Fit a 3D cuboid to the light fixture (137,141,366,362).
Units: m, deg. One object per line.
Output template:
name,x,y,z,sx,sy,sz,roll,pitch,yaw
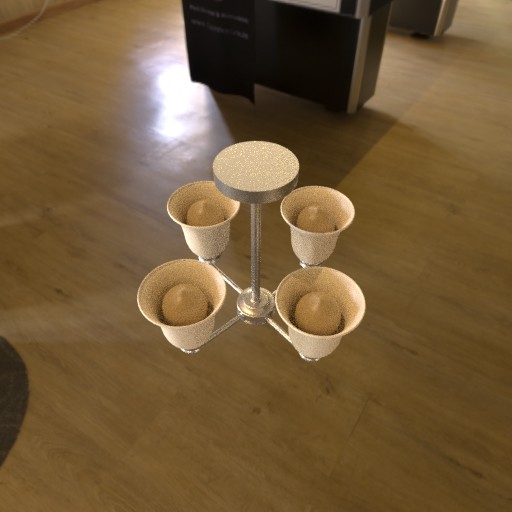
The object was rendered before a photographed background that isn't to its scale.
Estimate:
light fixture,0.000,0.000,0.752,0.427,0.370,0.427,-32,54,-27
